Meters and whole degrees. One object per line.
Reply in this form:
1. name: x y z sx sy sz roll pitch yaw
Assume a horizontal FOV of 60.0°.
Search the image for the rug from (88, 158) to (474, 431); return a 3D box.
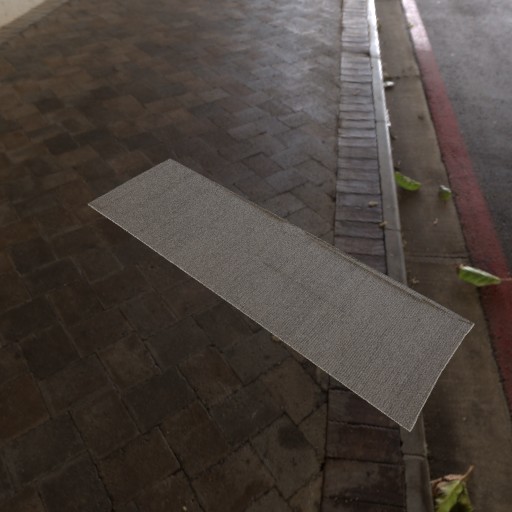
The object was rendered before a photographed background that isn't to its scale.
1. rug: 0.000 0.000 2.647 2.390 0.014 0.741 32 53 28
